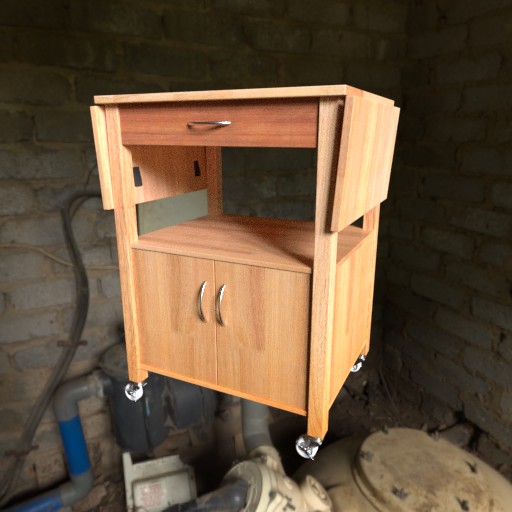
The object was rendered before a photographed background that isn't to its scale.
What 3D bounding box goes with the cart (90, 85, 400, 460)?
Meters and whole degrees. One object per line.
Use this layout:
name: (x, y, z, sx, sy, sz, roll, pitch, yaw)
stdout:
cart: (0.000, 0.000, 1.250, 0.640, 0.838, 0.508, 8, 17, 25)
